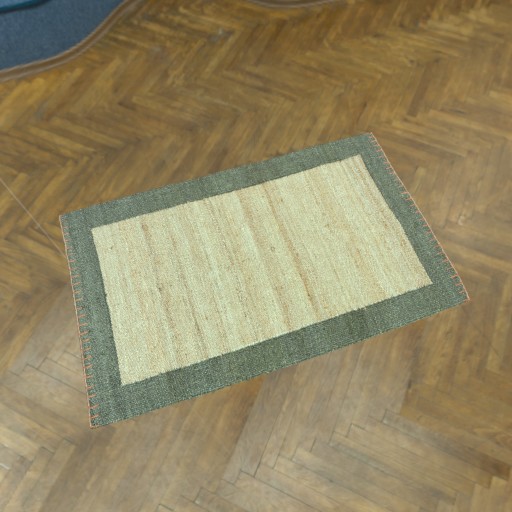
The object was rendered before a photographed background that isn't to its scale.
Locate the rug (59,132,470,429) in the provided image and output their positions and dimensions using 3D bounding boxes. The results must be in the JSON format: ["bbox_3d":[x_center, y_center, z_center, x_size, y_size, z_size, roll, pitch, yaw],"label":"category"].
[{"bbox_3d":[0.000,0.000,2.969,2.435,0.006,1.521,-16,64,-8],"label":"rug"}]
